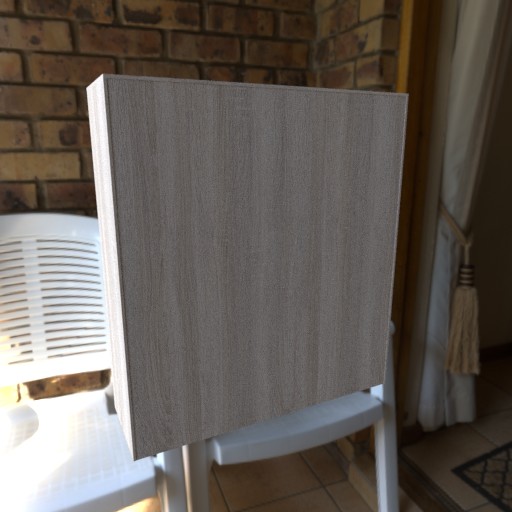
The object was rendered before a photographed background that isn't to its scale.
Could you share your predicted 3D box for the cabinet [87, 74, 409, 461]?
[{"bbox_3d":[0.000,0.000,2.939,1.870,2.060,0.620,-7,16,-26],"label":"cabinet"}]
